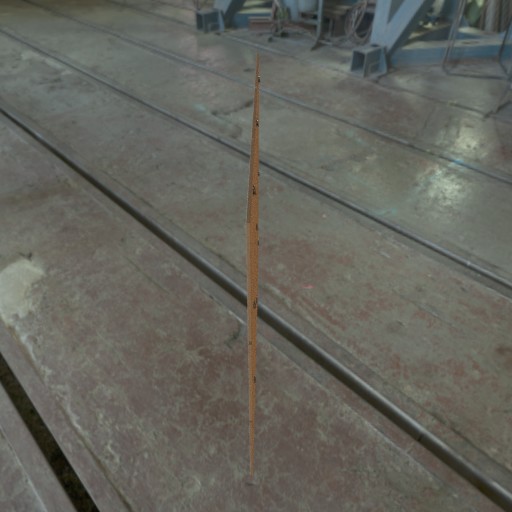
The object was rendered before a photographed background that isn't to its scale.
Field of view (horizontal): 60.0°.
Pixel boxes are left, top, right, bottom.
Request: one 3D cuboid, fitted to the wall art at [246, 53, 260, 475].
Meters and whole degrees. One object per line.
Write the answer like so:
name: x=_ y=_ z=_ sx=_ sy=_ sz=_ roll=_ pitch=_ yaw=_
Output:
wall art: x=0.000 y=0.000 z=2.260 sx=0.023 sy=1.522 sz=1.526 roll=1 pitch=40 yaw=1
